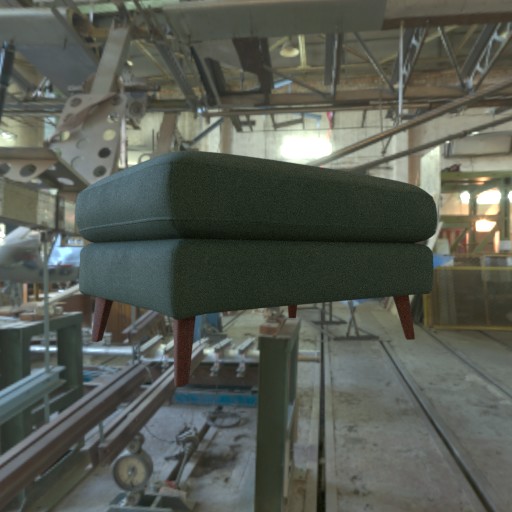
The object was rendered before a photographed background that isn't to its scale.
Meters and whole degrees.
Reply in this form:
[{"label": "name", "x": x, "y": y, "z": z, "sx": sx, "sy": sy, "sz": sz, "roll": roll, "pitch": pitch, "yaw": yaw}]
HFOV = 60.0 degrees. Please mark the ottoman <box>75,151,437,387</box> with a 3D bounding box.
[{"label": "ottoman", "x": 0.000, "y": 0.000, "z": 1.184, "sx": 0.811, "sy": 0.449, "sz": 0.608, "roll": 0, "pitch": 1, "yaw": -37}]
